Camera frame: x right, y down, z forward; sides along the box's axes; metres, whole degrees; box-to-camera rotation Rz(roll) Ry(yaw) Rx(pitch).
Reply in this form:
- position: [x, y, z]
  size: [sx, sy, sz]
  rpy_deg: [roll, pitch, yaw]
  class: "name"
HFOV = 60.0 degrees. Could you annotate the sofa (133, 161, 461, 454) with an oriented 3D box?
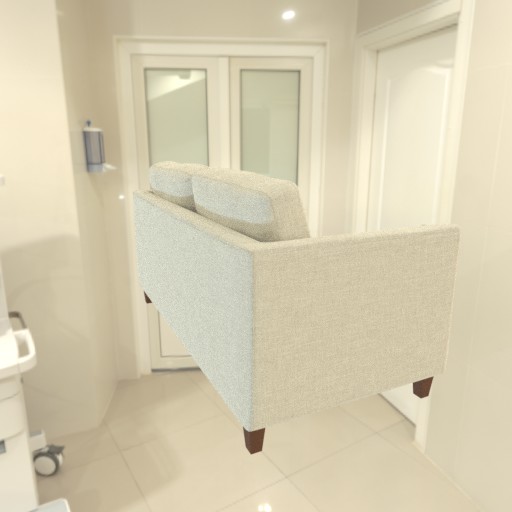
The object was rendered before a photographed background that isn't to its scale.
- position: [0.000, 0.000, 2.381]
  size: [0.950, 0.963, 1.838]
  rpy_deg: [-7, 16, -25]
  class: "sofa"
